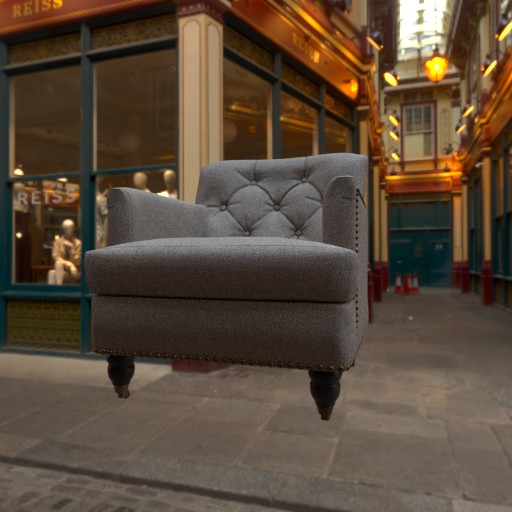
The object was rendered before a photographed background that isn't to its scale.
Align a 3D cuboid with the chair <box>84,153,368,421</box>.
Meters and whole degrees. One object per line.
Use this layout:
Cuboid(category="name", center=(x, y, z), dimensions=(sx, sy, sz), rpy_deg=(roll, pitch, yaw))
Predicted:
Cuboid(category="chair", center=(0.000, 0.000, 1.515), dimensions=(0.737, 0.823, 0.902), rpy_deg=(0, 0, 17))
